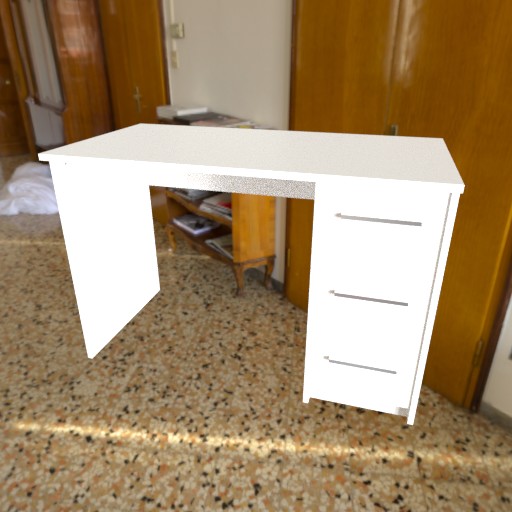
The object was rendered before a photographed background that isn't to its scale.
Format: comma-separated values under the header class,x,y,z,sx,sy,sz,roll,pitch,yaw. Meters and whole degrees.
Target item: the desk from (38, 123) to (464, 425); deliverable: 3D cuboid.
class,x,y,z,sx,sy,sz,roll,pitch,yaw
desk,0.000,0.000,1.490,1.097,0.735,0.560,7,26,15
